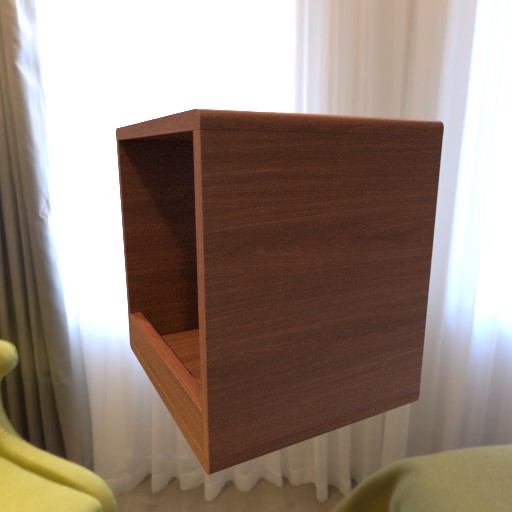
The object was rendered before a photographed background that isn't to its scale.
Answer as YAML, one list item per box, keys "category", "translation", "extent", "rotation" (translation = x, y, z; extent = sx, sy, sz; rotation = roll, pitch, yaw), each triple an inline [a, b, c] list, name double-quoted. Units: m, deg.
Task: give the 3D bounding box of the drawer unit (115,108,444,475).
- category: "drawer unit"
  translation: [0.000, 0.000, 0.616]
  extent: [0.290, 0.351, 0.349]
  rotation: [-7, 15, -27]
